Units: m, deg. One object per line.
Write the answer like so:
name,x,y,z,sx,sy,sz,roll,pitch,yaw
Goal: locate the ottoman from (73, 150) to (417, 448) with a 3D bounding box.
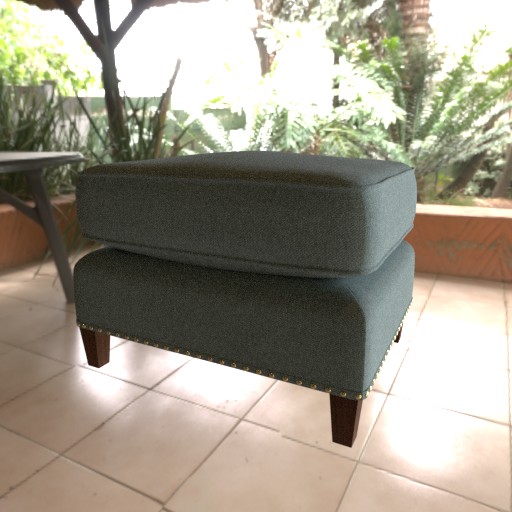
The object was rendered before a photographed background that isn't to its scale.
ottoman,0.000,0.000,1.159,0.738,0.537,0.589,8,17,26
